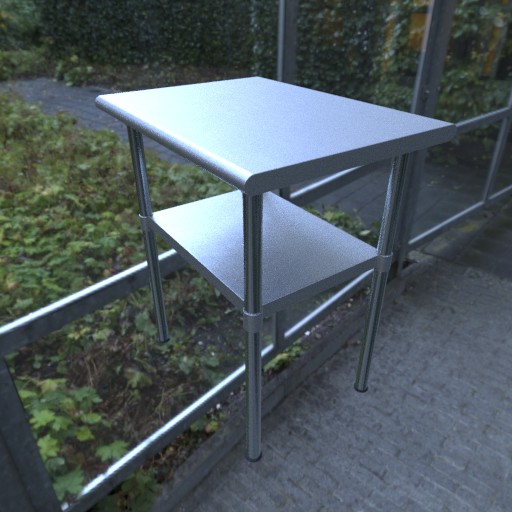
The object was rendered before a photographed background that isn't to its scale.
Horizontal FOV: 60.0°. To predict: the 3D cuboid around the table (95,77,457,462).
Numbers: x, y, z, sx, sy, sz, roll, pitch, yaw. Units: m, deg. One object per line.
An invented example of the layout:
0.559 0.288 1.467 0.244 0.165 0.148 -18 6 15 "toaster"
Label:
0.000 0.000 1.350 0.584 0.876 0.762 -20 36 -29 "table"
